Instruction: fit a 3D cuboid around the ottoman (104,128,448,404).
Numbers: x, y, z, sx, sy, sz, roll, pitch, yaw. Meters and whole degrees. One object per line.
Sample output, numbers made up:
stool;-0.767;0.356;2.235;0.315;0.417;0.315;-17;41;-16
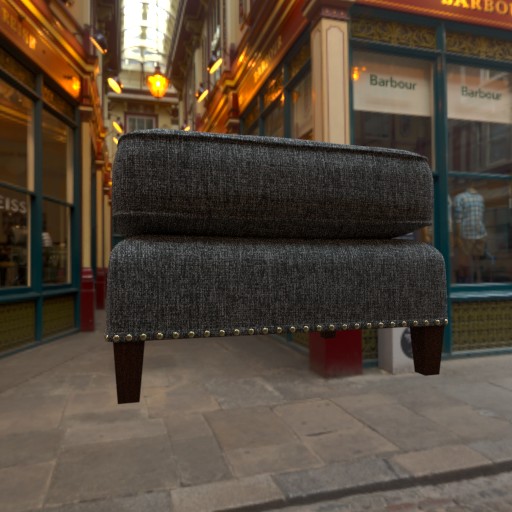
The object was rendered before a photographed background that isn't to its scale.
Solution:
ottoman;0.000;0.000;1.158;0.738;0.537;0.589;0;-1;-18
